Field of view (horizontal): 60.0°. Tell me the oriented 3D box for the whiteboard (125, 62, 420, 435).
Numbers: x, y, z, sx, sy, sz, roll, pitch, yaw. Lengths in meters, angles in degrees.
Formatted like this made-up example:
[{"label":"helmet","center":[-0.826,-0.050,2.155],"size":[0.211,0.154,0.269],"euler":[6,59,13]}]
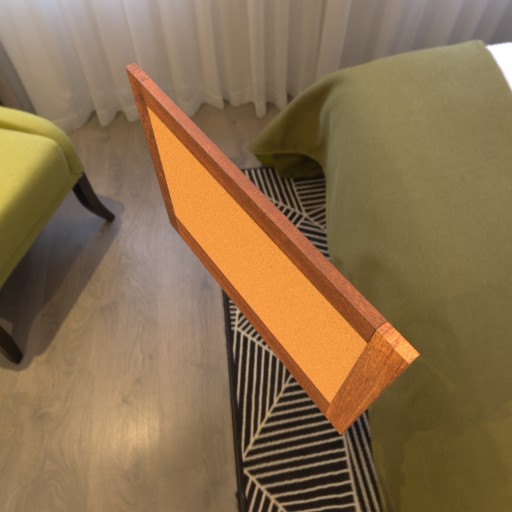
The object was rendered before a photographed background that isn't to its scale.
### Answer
[{"label":"whiteboard","center":[0.000,0.000,1.004],"size":[0.083,0.559,0.783],"euler":[-33,64,-18]}]
